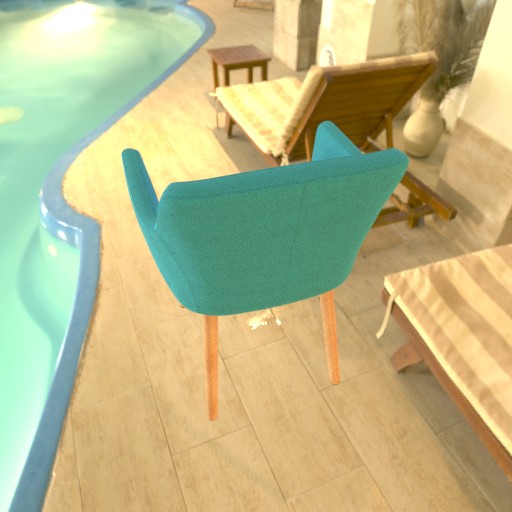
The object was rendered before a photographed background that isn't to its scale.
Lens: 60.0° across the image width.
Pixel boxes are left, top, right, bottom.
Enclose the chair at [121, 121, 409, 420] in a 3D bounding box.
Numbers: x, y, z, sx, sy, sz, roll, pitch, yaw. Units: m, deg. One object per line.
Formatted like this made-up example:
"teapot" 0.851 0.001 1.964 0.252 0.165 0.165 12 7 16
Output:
"chair" 0.000 0.000 1.162 0.570 0.780 0.540 -11 42 -13
